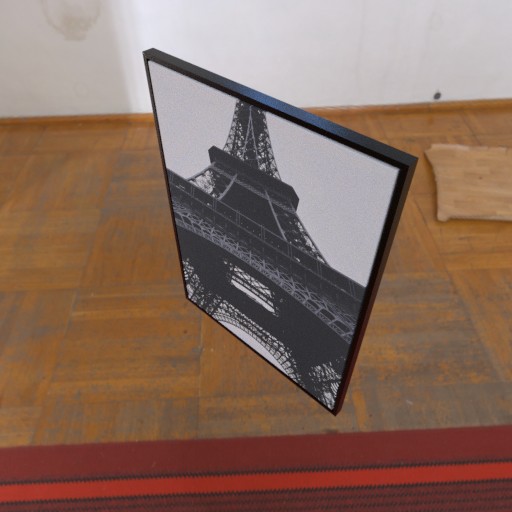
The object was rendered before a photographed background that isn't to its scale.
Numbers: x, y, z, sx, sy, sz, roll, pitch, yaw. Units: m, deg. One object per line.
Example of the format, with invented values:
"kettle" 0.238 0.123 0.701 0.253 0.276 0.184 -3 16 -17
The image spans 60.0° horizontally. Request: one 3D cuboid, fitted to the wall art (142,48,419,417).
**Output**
"wall art" 0.000 0.000 1.404 0.805 1.062 0.040 33 54 28
